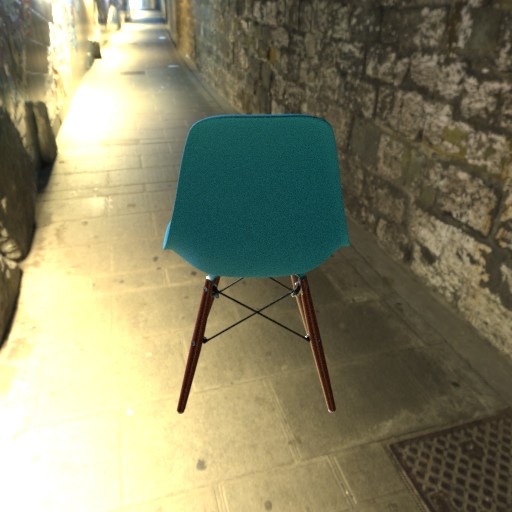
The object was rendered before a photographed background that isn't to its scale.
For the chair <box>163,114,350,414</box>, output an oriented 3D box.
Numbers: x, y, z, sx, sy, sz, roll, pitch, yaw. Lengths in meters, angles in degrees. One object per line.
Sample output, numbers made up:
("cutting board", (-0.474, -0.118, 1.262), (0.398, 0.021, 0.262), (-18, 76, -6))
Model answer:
("chair", (0.000, 0.000, 1.146), (0.470, 0.826, 0.533), (-1, 30, -2))
